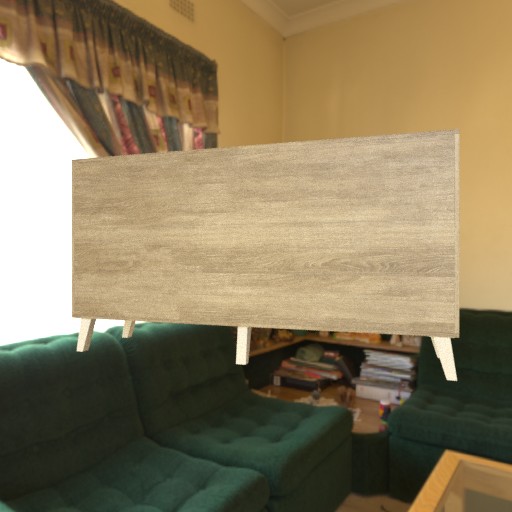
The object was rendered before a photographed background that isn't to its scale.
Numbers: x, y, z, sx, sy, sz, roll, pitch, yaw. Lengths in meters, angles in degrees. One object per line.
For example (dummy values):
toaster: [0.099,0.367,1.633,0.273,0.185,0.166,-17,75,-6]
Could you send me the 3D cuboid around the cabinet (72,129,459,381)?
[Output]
cabinet: [0.000,0.000,1.972,1.600,0.870,0.450,0,0,17]
